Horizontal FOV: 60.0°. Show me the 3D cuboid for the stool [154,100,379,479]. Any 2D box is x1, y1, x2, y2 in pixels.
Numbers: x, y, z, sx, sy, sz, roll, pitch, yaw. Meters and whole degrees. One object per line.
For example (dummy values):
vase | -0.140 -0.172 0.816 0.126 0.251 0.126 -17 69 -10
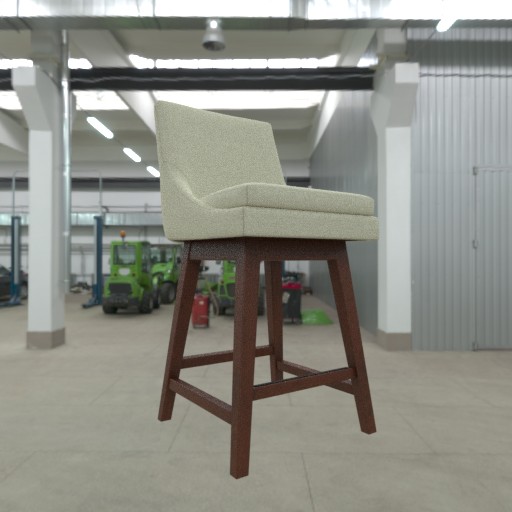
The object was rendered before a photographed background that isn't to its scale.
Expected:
stool | 0.000 0.000 1.324 0.469 0.991 0.559 0 0 -35
